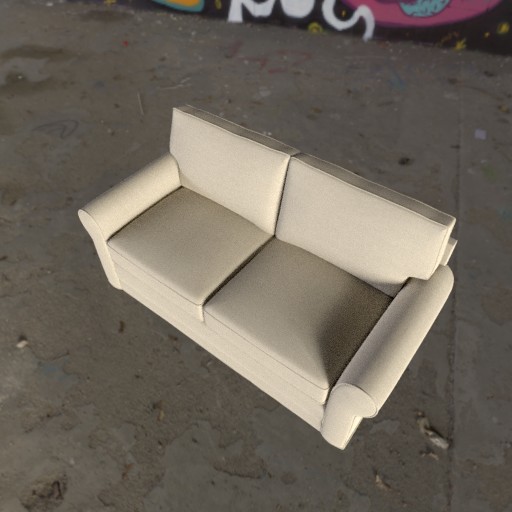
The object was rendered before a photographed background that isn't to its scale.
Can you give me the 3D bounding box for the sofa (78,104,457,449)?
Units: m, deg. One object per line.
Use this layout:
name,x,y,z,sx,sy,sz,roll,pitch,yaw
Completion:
sofa,0.000,0.000,2.281,1.774,0.933,0.861,30,54,24
